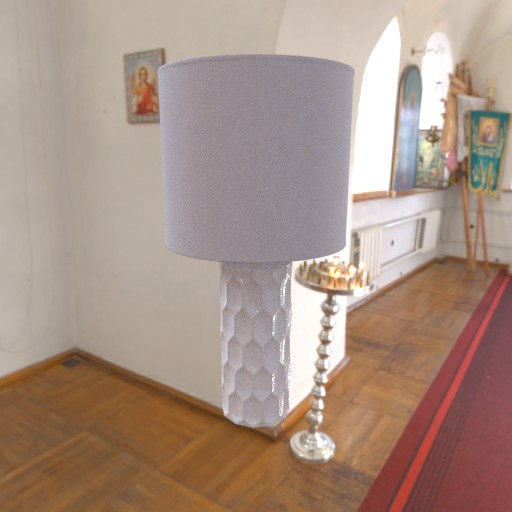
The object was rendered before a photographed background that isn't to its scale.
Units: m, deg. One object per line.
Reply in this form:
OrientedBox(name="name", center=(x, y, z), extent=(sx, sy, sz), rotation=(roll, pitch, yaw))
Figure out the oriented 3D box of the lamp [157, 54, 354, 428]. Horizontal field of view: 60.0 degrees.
OrientedBox(name="lamp", center=(0.000, 0.000, 0.698), extent=(0.277, 0.537, 0.277), rotation=(-3, 14, -11))
